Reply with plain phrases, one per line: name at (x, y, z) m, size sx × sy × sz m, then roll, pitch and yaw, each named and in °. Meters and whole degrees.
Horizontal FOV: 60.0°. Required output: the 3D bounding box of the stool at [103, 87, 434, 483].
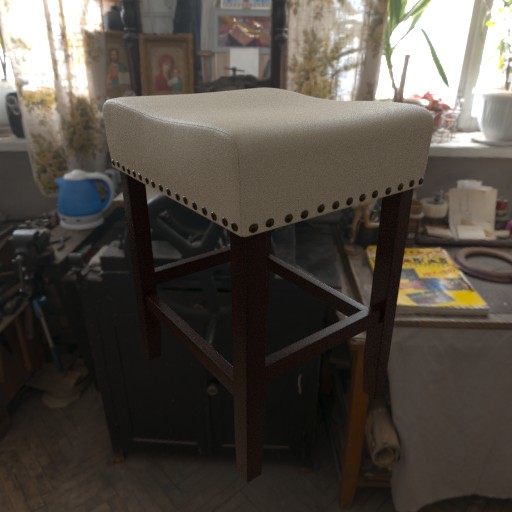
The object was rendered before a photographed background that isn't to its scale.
stool at (0.000, 0.000, 0.913) m, size 0.401 × 0.609 × 0.471 m, roll -18°, pitch 31°, yaw -33°
